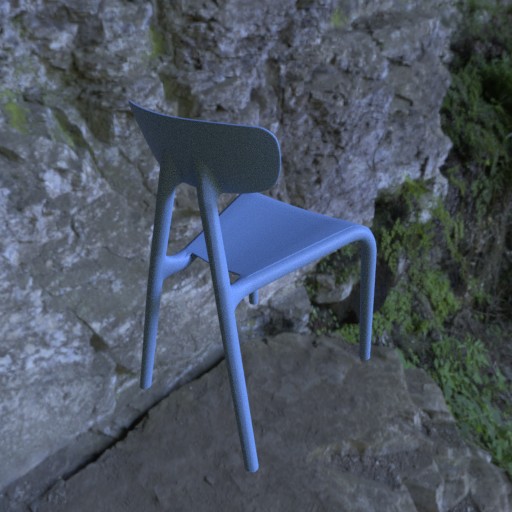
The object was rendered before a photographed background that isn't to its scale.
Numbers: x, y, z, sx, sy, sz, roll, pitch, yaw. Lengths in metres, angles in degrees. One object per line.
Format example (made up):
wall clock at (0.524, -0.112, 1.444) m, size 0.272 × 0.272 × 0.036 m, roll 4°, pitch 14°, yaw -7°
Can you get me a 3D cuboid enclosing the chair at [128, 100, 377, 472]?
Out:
chair at (0.000, 0.000, 0.840) m, size 0.356 × 0.580 × 0.401 m, roll 23°, pitch 37°, yaw 34°
